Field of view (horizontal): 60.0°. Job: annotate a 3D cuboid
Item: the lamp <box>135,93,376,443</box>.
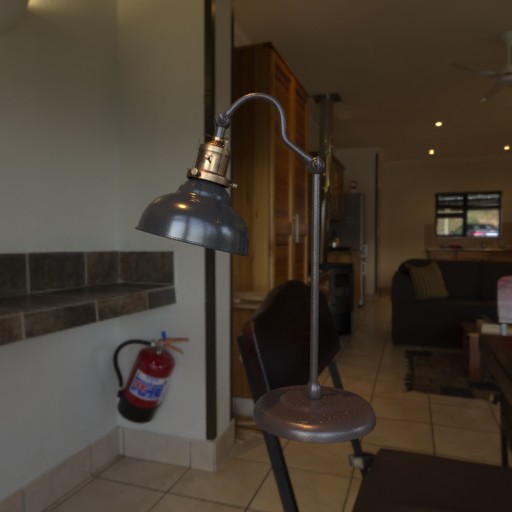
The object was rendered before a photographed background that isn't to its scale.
[{"bbox_3d":[0.000,0.000,0.697,0.374,0.508,0.192,0,1,1],"label":"lamp"}]
